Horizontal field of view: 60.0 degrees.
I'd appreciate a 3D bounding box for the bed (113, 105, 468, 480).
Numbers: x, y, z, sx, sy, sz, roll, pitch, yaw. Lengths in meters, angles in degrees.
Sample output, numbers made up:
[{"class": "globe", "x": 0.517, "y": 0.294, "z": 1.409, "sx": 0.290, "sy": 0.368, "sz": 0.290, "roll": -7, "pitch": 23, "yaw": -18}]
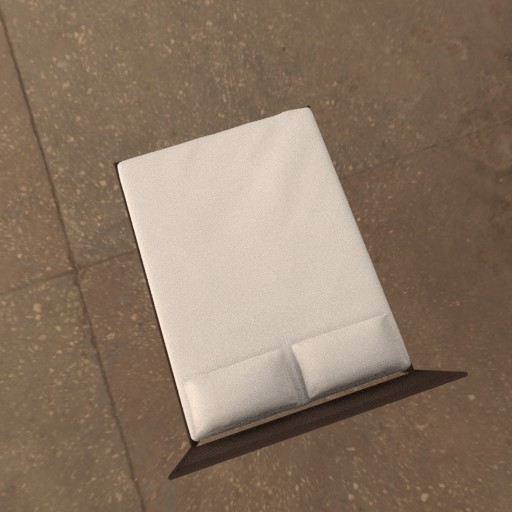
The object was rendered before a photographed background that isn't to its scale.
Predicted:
[{"class": "bed", "x": 0.000, "y": 0.000, "z": 2.989, "sx": 1.572, "sy": 1.173, "sz": 2.122, "roll": -18, "pitch": 77, "yaw": -4}]
